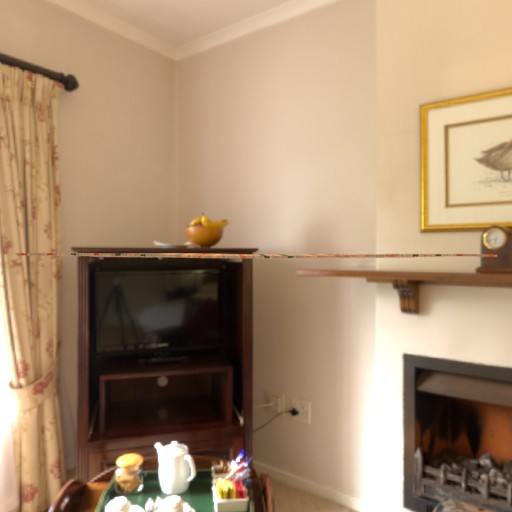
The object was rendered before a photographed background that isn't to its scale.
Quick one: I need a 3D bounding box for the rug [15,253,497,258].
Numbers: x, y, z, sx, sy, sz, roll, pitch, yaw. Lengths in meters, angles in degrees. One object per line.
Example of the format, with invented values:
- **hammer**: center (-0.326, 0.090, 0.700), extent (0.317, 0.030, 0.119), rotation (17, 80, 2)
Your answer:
- **rug**: center (0.000, 0.000, 2.997), extent (2.439, 0.029, 1.537), rotation (0, 0, -2)
